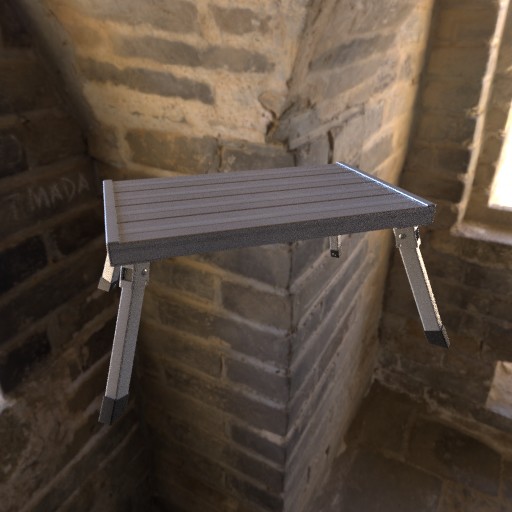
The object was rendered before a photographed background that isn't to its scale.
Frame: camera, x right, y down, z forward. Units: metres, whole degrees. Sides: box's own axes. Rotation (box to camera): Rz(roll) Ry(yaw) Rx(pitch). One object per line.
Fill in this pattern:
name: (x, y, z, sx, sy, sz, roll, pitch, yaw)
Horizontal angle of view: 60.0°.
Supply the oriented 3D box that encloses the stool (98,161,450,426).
stool: (0.000, 0.000, 0.743, 0.535, 0.225, 0.385, -8, 26, -16)
